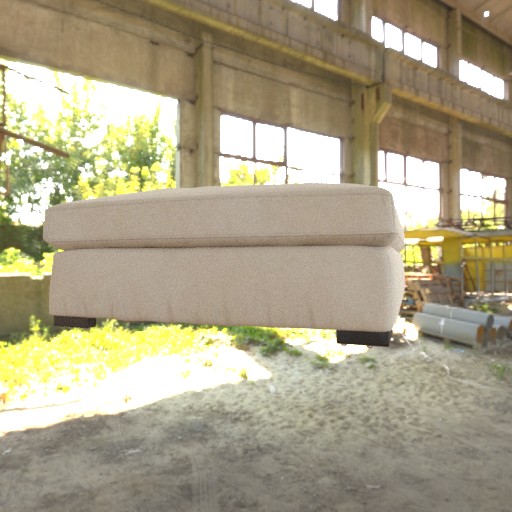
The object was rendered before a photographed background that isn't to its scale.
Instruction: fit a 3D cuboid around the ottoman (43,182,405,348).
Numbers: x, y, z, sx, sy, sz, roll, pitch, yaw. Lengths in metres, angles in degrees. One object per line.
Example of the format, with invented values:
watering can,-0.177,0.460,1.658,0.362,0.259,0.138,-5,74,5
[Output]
ottoman,0.000,0.000,1.907,1.205,0.522,1.190,0,-1,19
